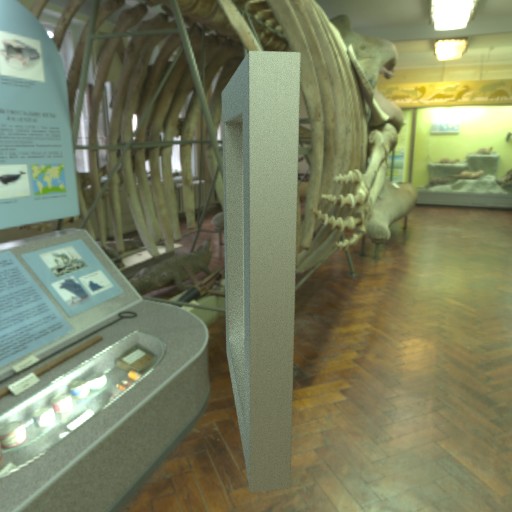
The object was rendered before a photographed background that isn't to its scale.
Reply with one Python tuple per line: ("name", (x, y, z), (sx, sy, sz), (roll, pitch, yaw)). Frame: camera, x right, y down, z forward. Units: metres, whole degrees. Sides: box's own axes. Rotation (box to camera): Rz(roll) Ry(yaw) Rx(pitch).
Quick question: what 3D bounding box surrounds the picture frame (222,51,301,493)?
("picture frame", (0.000, 0.000, 0.277), (0.028, 0.208, 0.157), (-2, 15, -8))
